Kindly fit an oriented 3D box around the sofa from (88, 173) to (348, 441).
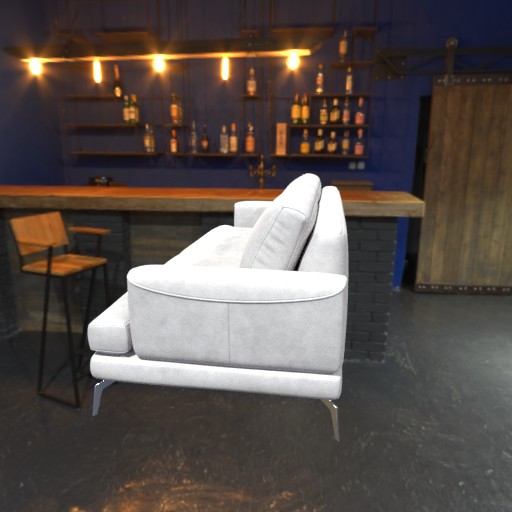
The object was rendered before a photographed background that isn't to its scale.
[{"bbox_3d":[0.000,0.000,2.504,0.980,0.830,2.013,2,15,9],"label":"sofa"}]
